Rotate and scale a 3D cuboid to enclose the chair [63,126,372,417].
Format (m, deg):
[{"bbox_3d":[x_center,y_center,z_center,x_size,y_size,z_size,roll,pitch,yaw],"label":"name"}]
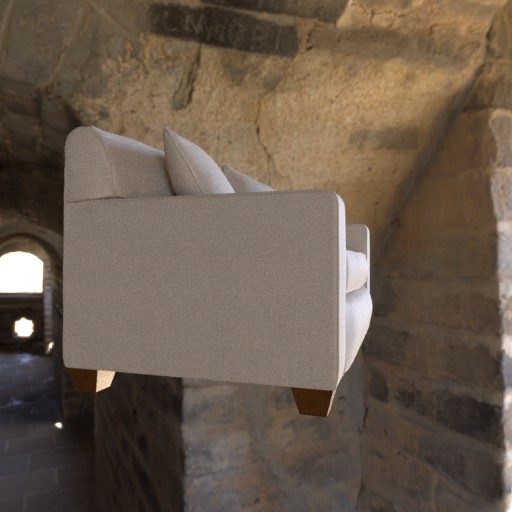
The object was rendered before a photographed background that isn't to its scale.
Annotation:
[{"bbox_3d":[0.000,0.000,2.033,1.000,0.948,1.383,0,-1,18],"label":"chair"}]
